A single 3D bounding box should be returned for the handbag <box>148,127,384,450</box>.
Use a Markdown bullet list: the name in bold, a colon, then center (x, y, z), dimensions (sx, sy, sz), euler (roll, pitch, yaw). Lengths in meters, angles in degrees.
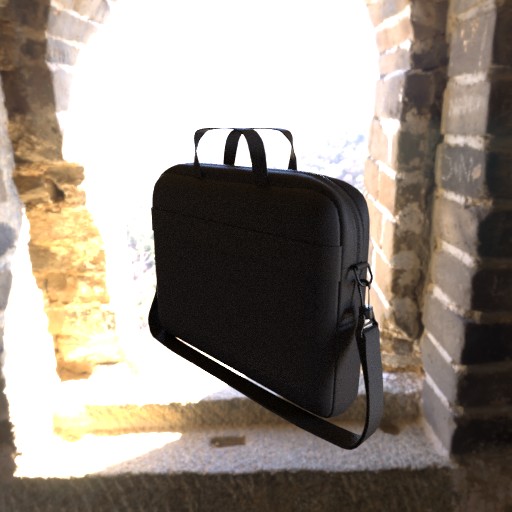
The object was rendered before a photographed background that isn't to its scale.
- **handbag**: center (0.000, 0.000, 0.593), dimensions (0.126, 0.330, 0.429), euler (-15, 21, -42)
